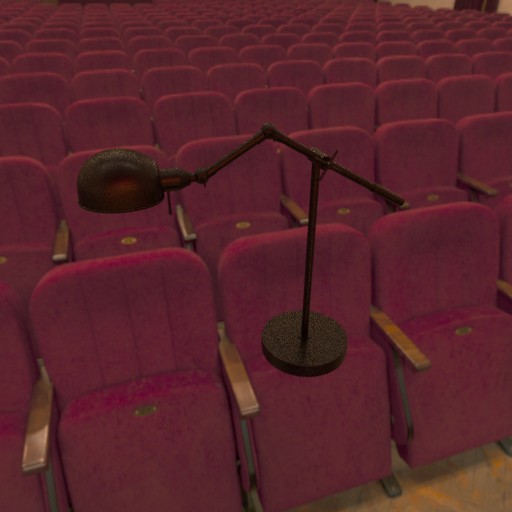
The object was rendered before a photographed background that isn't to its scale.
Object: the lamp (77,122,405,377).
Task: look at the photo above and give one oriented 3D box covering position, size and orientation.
[{"bbox_3d":[0.000,0.000,0.824,0.567,0.495,0.185,-9,31,-15],"label":"lamp"}]
